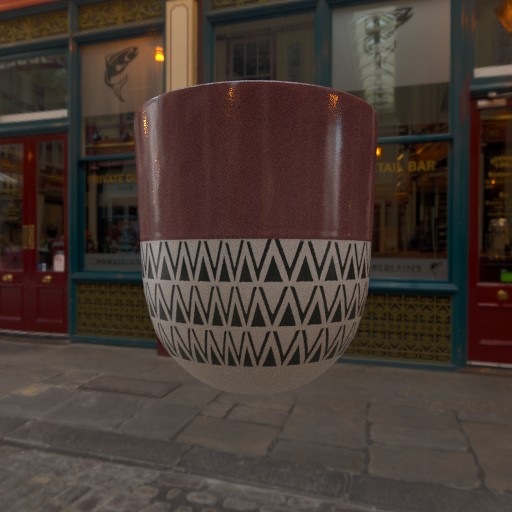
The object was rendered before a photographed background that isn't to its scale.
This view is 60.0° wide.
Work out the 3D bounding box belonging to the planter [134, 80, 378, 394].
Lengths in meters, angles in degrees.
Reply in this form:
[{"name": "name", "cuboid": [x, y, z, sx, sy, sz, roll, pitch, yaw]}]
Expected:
[{"name": "planter", "cuboid": [0.000, 0.000, 0.366, 0.195, 0.214, 0.195, 0, 0, 0]}]
